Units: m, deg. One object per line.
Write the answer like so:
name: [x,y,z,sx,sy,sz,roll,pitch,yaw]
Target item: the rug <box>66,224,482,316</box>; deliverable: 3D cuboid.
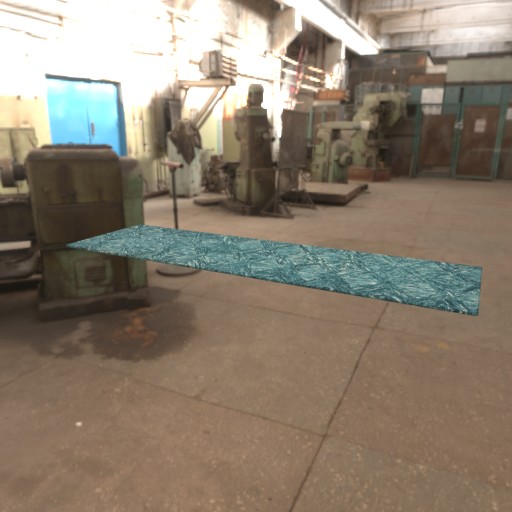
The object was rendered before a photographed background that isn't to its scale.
rug: [0.000,0.000,2.509,2.286,0.016,0.676,8,18,26]
